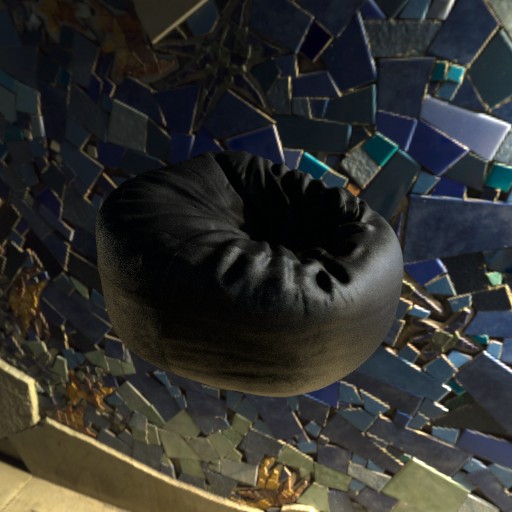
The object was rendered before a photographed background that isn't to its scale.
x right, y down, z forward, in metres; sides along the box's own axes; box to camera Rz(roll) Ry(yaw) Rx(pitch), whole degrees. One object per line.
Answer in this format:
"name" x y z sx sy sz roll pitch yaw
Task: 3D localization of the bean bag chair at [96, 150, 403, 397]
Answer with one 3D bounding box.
"bean bag chair" 0.000 0.000 2.401 1.524 0.878 1.524 18 31 32
